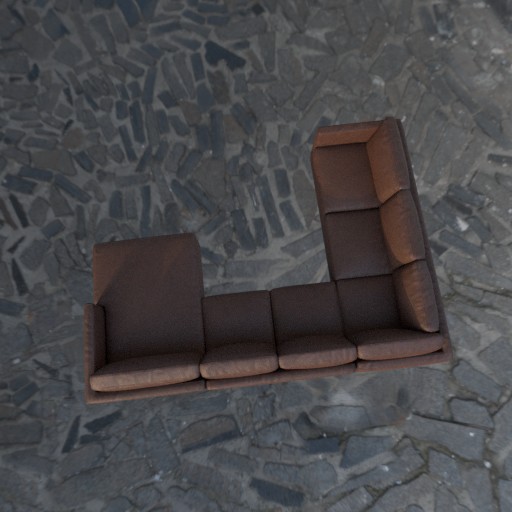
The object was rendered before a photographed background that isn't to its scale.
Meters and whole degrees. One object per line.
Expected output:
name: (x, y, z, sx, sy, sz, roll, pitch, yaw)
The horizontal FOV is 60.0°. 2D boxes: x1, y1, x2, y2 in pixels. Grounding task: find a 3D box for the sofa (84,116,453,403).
sofa: (0.000, 0.000, 4.655, 3.460, 0.923, 2.593, -6, 75, -2)
